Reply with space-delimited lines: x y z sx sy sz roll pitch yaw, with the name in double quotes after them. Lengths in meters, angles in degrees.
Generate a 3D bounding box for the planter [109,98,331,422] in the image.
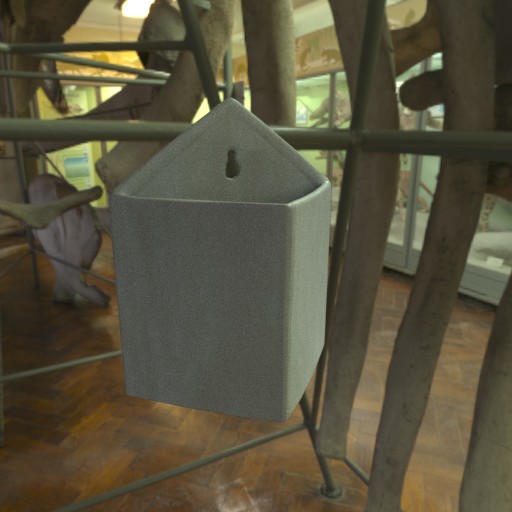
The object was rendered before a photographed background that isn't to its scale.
0.000 0.000 0.281 0.163 0.194 0.080 -8 18 -26 "planter"
